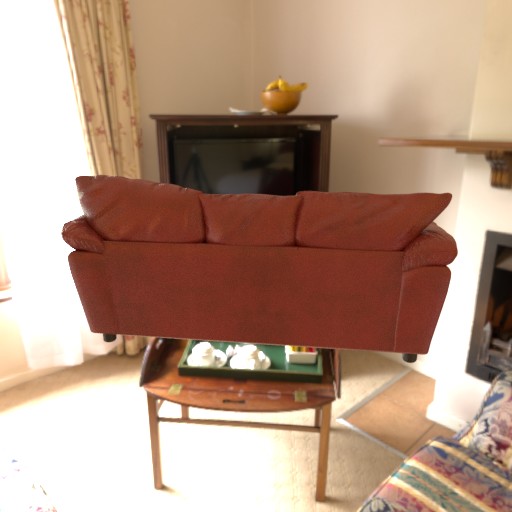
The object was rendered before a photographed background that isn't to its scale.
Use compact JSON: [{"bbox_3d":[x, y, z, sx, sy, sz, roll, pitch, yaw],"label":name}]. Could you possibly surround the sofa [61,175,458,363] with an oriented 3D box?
[{"bbox_3d":[0.000,0.000,2.940,2.390,1.091,0.907,2,17,8],"label":"sofa"}]
